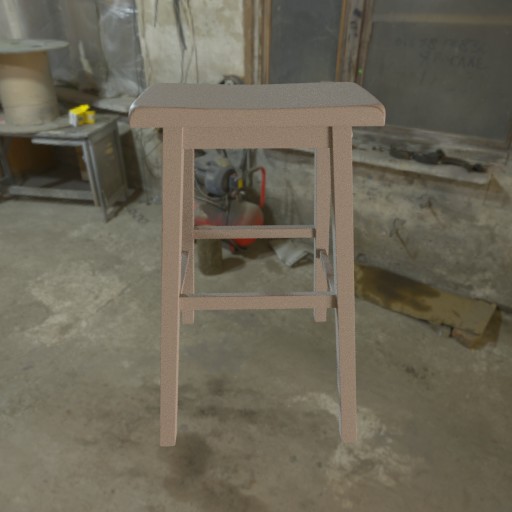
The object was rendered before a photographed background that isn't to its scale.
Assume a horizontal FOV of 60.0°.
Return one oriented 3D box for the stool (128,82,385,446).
[{"bbox_3d":[0.000,0.000,1.048,0.457,0.737,0.476,-1,31,-1],"label":"stool"}]
